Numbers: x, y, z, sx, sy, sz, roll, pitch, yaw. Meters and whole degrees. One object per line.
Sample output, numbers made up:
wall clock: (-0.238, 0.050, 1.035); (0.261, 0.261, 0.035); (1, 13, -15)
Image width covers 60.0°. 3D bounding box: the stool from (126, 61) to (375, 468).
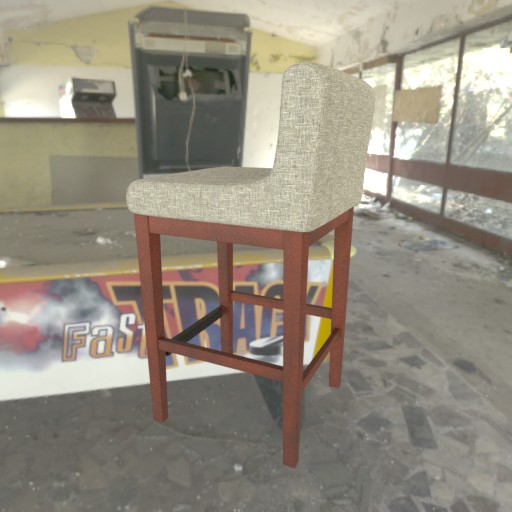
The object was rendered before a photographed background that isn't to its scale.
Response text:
stool: (0.000, 0.000, 1.102); (0.459, 0.835, 0.417); (8, 18, 25)
